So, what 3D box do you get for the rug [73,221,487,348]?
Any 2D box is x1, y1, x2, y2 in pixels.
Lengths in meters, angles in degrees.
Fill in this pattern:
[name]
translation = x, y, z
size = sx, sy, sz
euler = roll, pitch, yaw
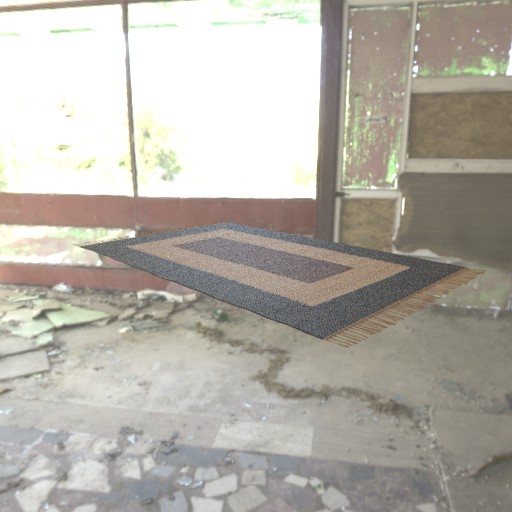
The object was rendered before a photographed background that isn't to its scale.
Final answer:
[rug]
translation = 0.000, 0.000, 1.868
size = 0.920, 0.013, 1.541
euler = -14, 20, -43
